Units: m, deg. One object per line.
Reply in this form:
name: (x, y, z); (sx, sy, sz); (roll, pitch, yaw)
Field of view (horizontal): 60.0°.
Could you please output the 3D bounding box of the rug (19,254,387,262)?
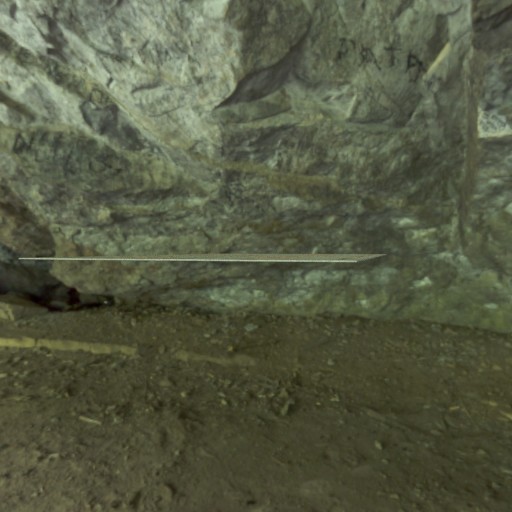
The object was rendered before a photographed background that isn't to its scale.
rug: (0.000, 0.000, 2.288); (1.217, 0.005, 1.818); (0, 1, 19)
